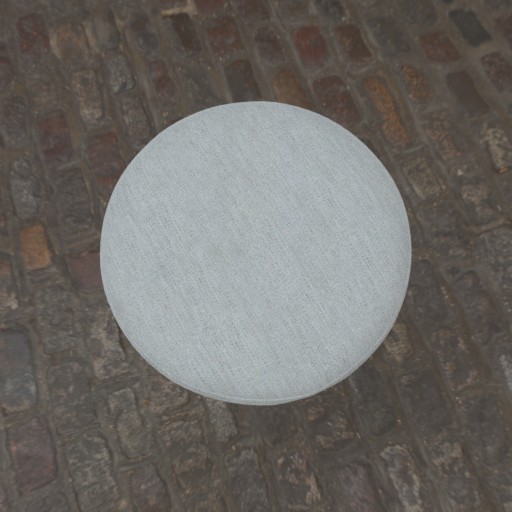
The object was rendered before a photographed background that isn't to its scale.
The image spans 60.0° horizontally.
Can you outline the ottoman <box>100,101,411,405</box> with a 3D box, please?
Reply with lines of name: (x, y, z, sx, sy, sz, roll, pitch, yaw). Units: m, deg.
ottoman: (0.000, 0.000, 1.231, 0.769, 0.459, 0.769, 0, 76, 0)
